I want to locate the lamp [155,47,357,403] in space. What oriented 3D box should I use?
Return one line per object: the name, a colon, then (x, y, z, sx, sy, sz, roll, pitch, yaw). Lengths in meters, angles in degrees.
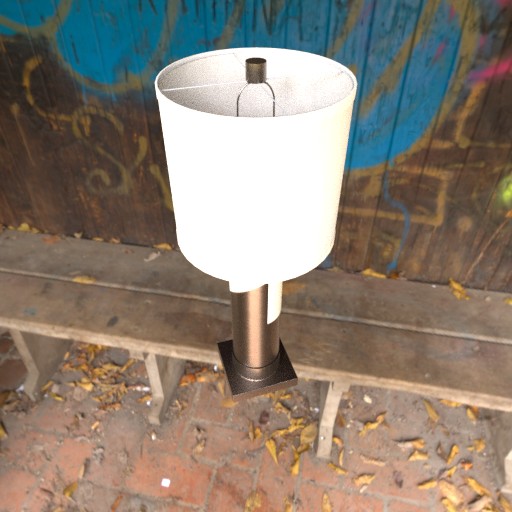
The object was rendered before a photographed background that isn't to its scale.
lamp: (0.000, 0.000, 0.604, 0.202, 0.509, 0.202, -12, 42, -13)
